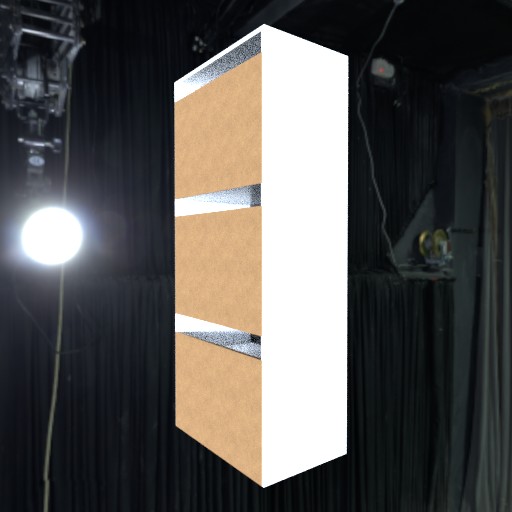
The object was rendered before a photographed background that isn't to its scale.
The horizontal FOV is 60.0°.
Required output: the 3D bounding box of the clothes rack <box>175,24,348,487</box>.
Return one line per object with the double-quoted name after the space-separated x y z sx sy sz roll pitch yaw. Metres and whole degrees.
0.000 0.000 1.433 0.330 1.187 0.500 -1 1 -37 "clothes rack"
